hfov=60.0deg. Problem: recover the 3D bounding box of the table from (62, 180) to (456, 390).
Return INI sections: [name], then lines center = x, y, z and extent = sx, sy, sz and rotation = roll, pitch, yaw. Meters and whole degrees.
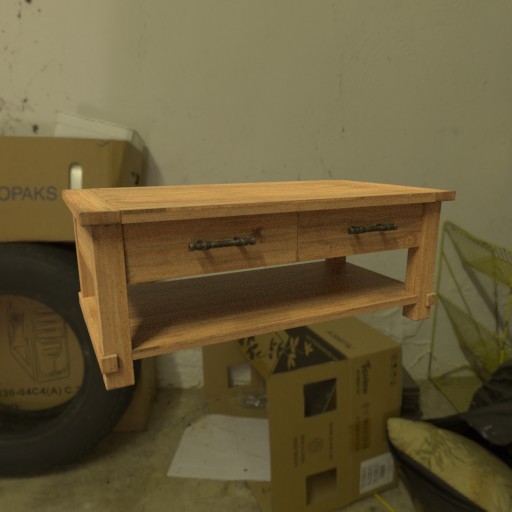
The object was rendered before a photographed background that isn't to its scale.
[table]
center = 0.000, 0.000, 1.675
extent = 1.270, 0.494, 0.693
rotation = -7, 15, -26
